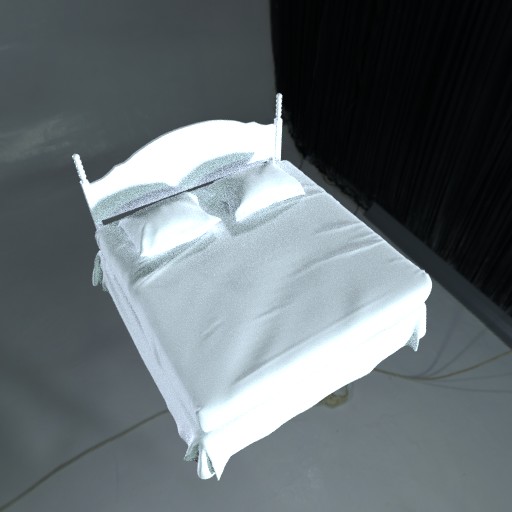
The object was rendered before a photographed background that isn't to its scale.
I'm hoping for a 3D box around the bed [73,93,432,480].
[{"bbox_3d":[0.000,0.000,3.534,2.322,1.355,2.219,-24,50,-22],"label":"bed"}]
